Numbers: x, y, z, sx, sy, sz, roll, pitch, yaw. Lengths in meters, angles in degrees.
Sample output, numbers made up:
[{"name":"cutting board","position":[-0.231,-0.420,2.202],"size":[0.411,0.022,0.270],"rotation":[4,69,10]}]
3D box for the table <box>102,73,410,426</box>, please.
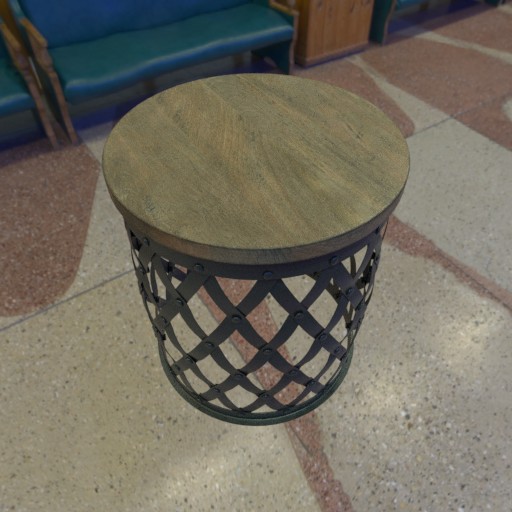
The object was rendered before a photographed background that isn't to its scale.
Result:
[{"name":"table","position":[0.000,0.000,0.761],"size":[0.405,0.454,0.405],"rotation":[0,47,0]}]
